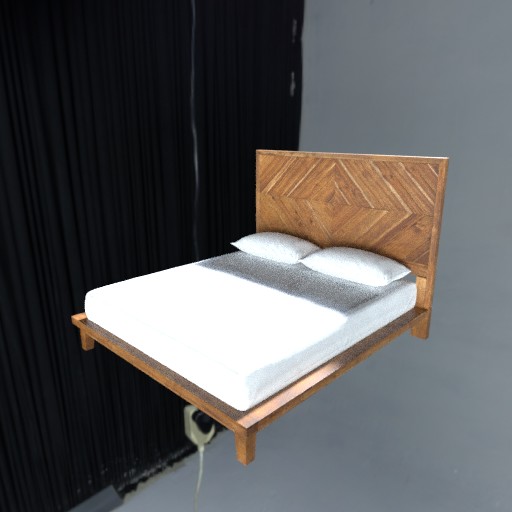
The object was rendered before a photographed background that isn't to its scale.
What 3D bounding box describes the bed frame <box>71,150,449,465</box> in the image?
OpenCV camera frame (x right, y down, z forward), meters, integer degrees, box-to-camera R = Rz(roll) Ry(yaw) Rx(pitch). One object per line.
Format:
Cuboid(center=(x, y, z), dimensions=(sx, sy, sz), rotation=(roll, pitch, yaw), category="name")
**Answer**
Cuboid(center=(0.000, 0.000, 3.579), dimensions=(2.038, 1.537, 2.235), rotation=(15, 22, 42), category="bed frame")
